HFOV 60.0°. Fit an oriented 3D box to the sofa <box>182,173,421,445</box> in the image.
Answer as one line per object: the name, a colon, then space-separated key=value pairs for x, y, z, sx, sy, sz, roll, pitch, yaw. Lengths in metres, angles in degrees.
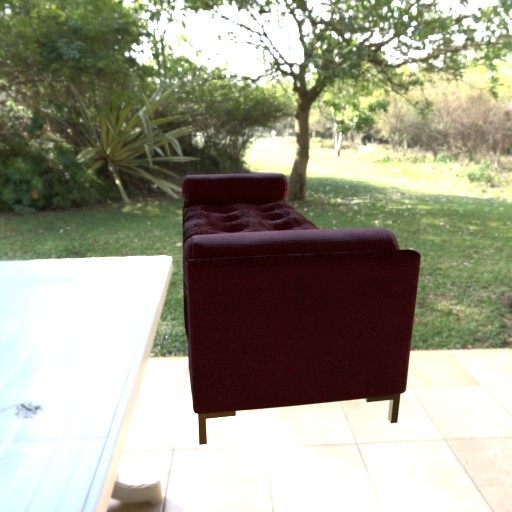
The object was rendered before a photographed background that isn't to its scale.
sofa: x=0.000 y=0.000 z=2.457 sx=0.796 sy=0.705 sz=2.102 roll=-3 pitch=17 yaw=-9
